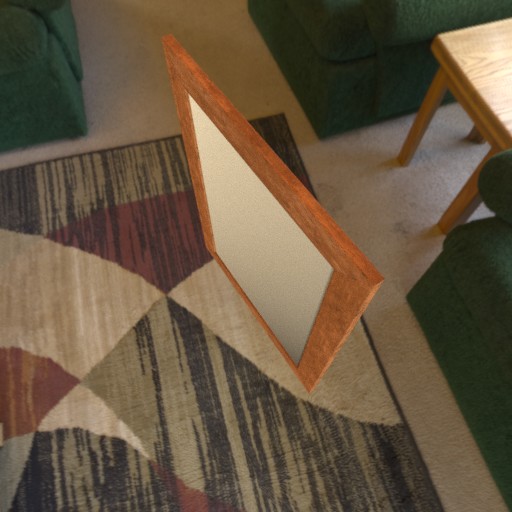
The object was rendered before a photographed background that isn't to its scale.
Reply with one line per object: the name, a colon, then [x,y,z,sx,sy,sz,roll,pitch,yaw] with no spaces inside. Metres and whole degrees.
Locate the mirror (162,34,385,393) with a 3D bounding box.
mirror: [0.000,0.000,1.430,0.028,1.099,0.796,-31,67,-14]
